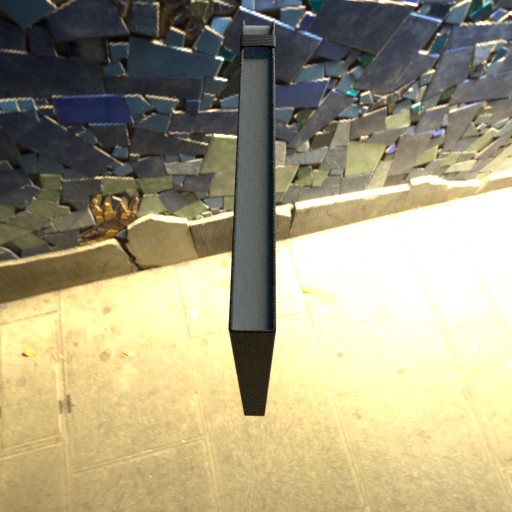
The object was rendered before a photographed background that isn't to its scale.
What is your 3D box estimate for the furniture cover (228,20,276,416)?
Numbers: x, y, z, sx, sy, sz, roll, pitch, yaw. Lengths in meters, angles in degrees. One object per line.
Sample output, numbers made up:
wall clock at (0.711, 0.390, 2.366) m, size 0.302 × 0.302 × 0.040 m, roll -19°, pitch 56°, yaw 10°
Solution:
furniture cover at (0.000, 0.000, 0.365) m, size 0.023 × 0.281 × 0.216 m, roll 1°, pitch 63°, yaw 0°
